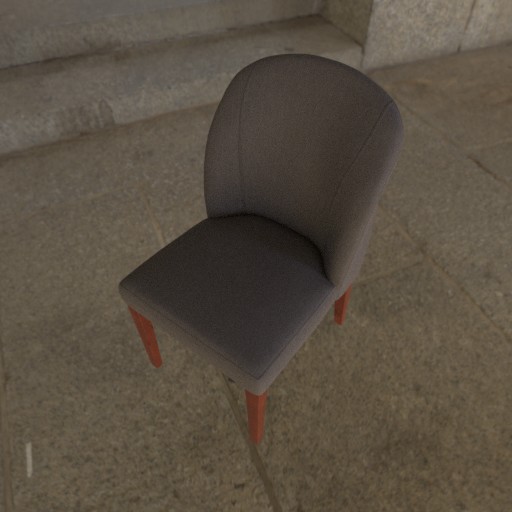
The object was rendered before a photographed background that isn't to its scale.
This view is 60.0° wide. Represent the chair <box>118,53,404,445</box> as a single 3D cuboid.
[{"bbox_3d":[0.000,0.000,1.234,0.506,0.879,0.619,29,54,24],"label":"chair"}]
